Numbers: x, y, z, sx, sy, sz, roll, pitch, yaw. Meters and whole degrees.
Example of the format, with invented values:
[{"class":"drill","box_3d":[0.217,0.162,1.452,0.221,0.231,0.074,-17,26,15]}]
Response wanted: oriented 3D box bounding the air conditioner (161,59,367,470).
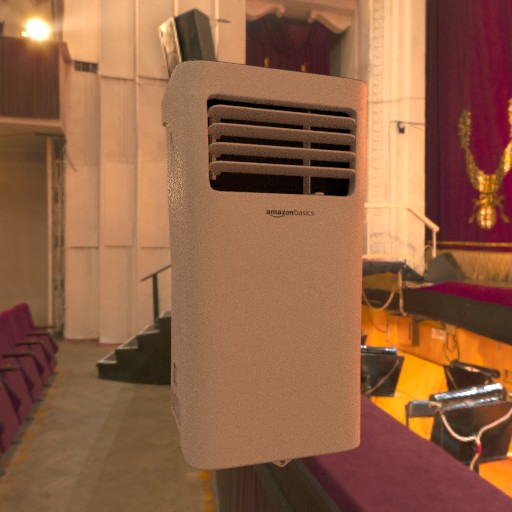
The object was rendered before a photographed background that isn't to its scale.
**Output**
[{"class":"air conditioner","box_3d":[0.000,0.000,0.901,0.352,0.716,0.369,0,0,-17]}]
